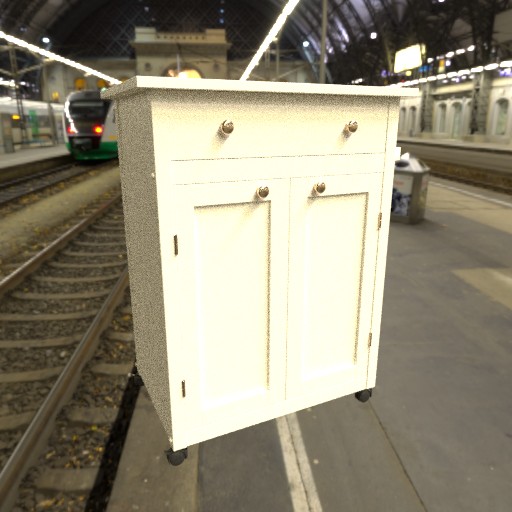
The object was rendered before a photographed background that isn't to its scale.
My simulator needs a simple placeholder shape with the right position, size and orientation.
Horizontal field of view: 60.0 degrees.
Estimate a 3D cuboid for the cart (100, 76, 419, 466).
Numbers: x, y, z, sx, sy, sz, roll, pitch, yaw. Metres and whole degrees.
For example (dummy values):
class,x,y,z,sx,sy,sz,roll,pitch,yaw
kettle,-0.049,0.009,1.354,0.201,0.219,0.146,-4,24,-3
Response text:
class,x,y,z,sx,sy,sz,roll,pitch,yaw
cart,0.000,0.000,1.230,0.683,0.864,0.442,-8,18,-25
